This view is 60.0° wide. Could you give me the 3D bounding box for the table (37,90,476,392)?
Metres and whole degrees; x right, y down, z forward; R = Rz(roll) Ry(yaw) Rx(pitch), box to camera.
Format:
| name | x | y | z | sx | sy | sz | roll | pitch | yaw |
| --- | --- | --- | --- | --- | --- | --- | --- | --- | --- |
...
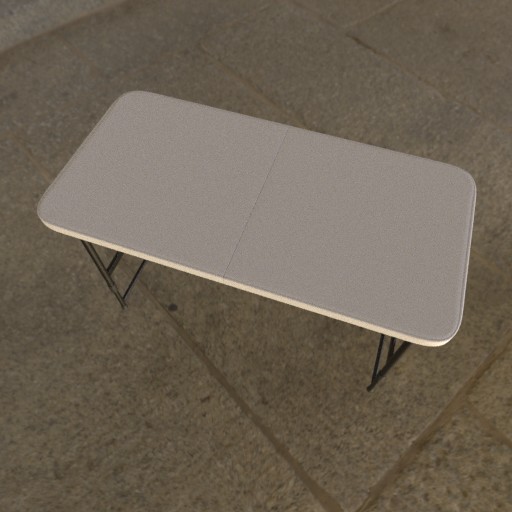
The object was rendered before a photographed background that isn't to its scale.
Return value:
| name | x | y | z | sx | sy | sz | roll | pitch | yaw |
| --- | --- | --- | --- | --- | --- | --- | --- | --- | --- |
| table | 0.000 | 0.000 | 1.636 | 1.245 | 0.737 | 0.611 | 17 | 60 | 10 |
